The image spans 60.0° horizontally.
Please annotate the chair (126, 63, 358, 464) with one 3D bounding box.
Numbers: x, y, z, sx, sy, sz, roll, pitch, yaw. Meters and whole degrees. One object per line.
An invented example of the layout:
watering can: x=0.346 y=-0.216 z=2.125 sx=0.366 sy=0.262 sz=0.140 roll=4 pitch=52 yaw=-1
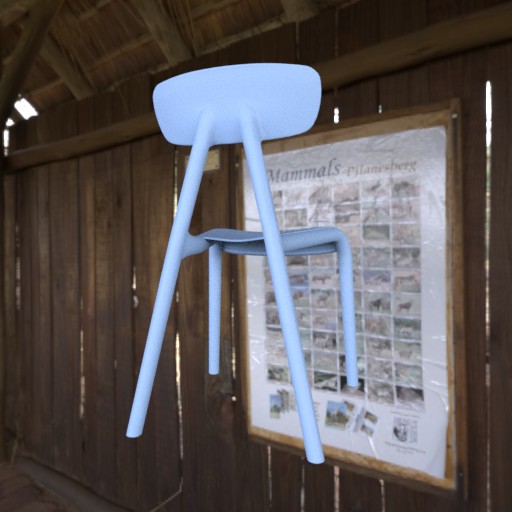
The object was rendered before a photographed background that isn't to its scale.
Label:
chair: x=0.000 y=0.000 z=0.850 sx=0.356 sy=0.580 sz=0.401 roll=0 pitch=0 yaw=17
